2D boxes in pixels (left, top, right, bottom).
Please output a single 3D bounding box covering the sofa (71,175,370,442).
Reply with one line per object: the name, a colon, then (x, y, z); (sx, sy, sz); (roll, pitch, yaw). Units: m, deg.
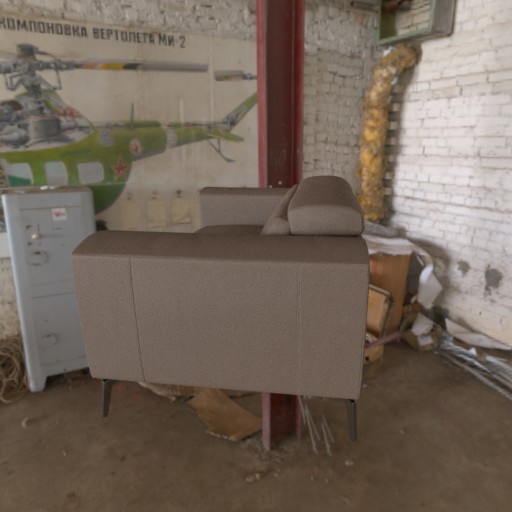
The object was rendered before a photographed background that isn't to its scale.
sofa: (0.000, 0.000, 2.350); (1.003, 0.779, 1.895); (2, 15, 8)
